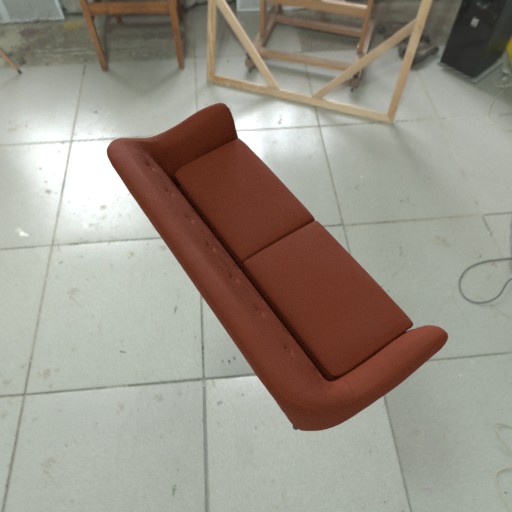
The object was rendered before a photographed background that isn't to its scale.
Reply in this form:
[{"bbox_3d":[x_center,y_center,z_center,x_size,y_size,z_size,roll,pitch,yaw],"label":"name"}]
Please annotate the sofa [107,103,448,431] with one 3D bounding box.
[{"bbox_3d":[0.000,0.000,2.326,0.820,0.836,1.840,-30,63,-17],"label":"sofa"}]
